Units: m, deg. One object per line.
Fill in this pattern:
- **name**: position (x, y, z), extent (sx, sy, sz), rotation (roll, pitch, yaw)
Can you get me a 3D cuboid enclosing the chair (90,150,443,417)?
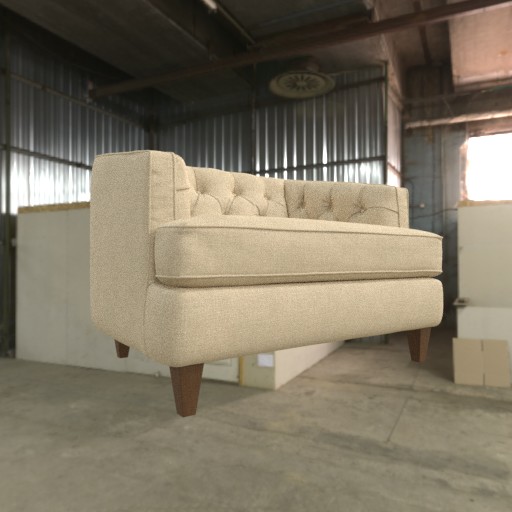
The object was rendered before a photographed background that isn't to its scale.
- **chair**: position (0.000, 0.000, 1.683), extent (1.118, 0.787, 0.914), rotation (0, 0, -36)
